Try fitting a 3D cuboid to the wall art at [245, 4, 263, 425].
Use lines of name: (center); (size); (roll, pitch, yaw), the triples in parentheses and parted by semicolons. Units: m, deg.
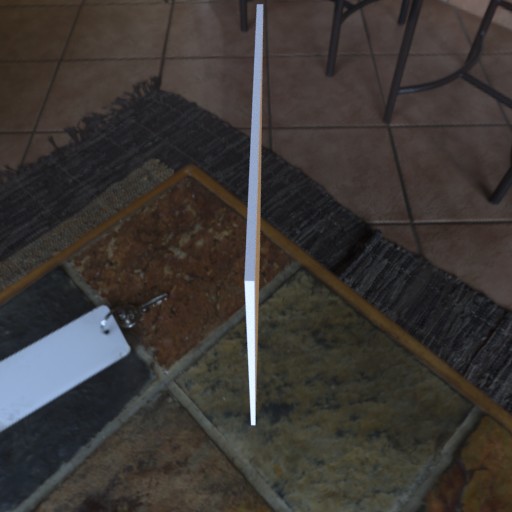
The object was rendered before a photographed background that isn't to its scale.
wall art: (0.000, 0.000, 1.155); (0.013, 0.940, 0.659); (1, 58, 1)
